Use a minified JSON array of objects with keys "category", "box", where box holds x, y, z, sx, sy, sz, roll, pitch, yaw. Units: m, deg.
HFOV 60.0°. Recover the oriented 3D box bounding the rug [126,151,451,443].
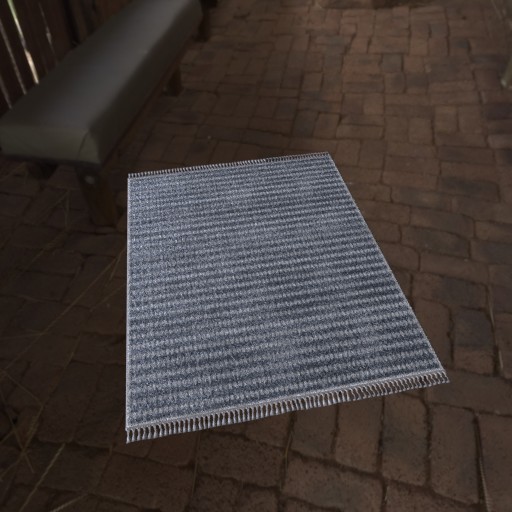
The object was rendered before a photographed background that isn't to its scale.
[{"category":"rug","box":[0.000,0.000,3.956,2.256,0.013,2.910,-8,47,-7]}]
